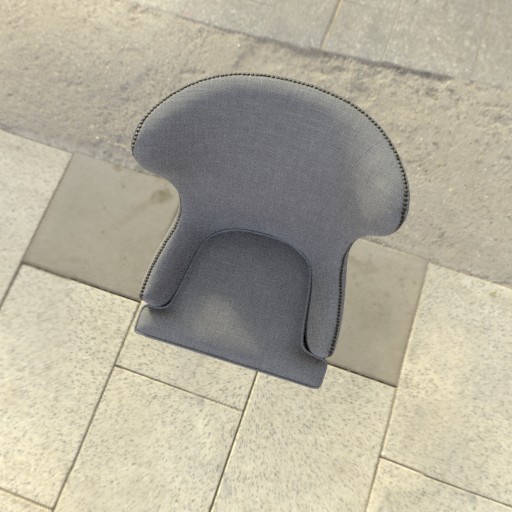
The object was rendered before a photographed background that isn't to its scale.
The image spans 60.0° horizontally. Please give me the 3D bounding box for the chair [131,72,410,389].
[{"bbox_3d":[0.000,0.000,1.838,0.864,1.176,0.883,16,76,4],"label":"chair"}]
